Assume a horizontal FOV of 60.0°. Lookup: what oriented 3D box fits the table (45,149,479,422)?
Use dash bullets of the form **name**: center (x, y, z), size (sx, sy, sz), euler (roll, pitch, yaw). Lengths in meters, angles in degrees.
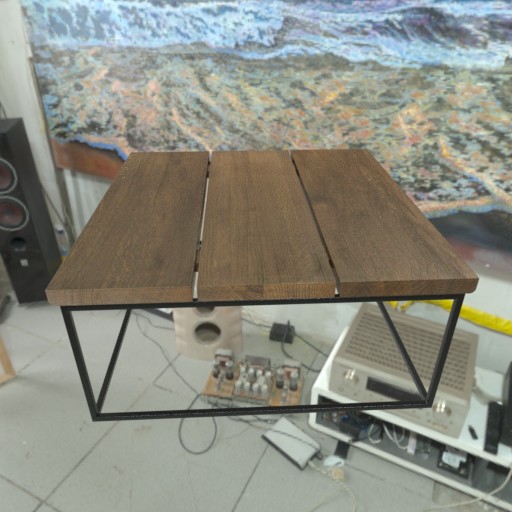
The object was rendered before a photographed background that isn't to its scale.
- **table**: center (0.000, 0.000, 1.404), size (0.900, 0.400, 0.900), euler (-1, 31, -2)
